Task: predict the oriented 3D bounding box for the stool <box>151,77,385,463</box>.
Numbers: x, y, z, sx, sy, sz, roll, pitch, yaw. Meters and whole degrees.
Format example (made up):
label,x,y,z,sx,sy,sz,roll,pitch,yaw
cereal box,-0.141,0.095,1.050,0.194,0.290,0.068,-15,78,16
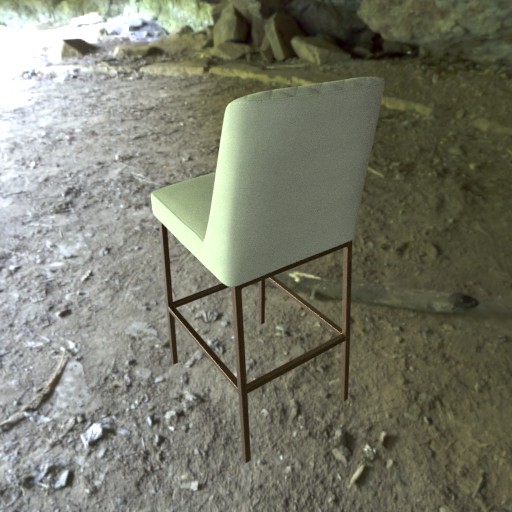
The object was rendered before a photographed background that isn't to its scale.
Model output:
label,x,y,z,sx,sy,sz,roll,pitch,yaw
stool,0.000,0.000,1.374,0.462,1.084,0.546,-20,37,-29
